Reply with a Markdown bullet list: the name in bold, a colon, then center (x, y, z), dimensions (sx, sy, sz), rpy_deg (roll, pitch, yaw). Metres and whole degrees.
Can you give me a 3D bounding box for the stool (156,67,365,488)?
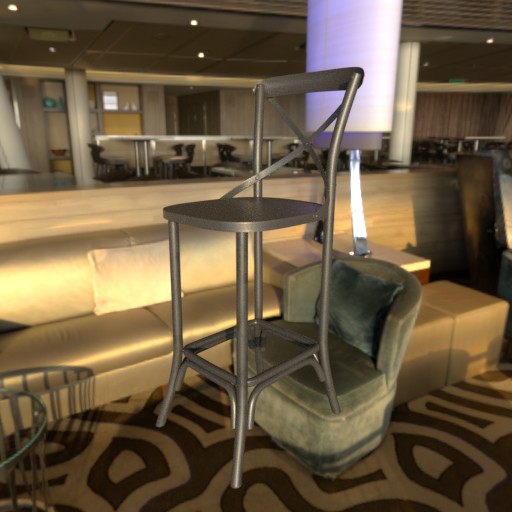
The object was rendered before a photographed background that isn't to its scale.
- **stool**: center (0.000, 0.000, 1.435), dimensions (0.584, 1.168, 0.457), rpy_deg (-14, 20, -43)
